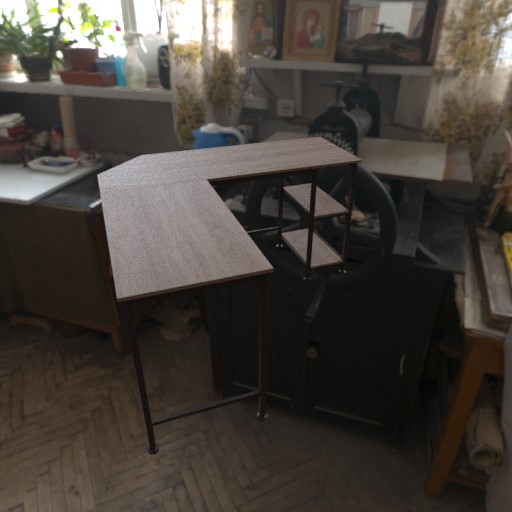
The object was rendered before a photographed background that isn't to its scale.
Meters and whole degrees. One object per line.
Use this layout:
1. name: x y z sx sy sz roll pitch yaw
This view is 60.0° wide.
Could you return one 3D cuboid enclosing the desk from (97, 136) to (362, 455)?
1. desk: 0.000 0.000 2.262 1.379 0.739 1.379 -10 32 -17
